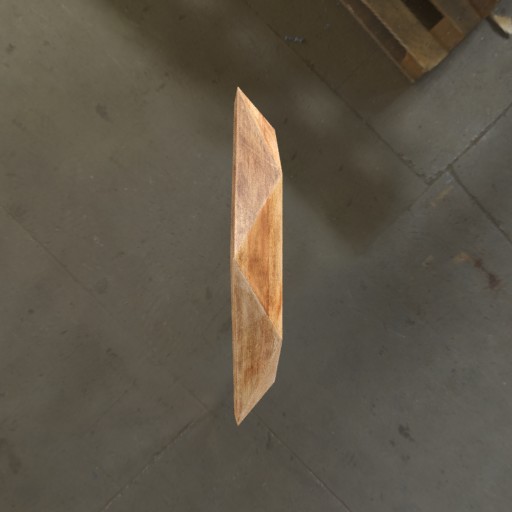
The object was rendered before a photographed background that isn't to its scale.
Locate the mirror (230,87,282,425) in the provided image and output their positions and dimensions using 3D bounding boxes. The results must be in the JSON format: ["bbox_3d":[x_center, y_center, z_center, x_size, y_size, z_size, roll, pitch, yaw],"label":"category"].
[{"bbox_3d":[0.000,0.000,1.077,0.091,0.779,0.675,0,90,-1],"label":"mirror"}]
